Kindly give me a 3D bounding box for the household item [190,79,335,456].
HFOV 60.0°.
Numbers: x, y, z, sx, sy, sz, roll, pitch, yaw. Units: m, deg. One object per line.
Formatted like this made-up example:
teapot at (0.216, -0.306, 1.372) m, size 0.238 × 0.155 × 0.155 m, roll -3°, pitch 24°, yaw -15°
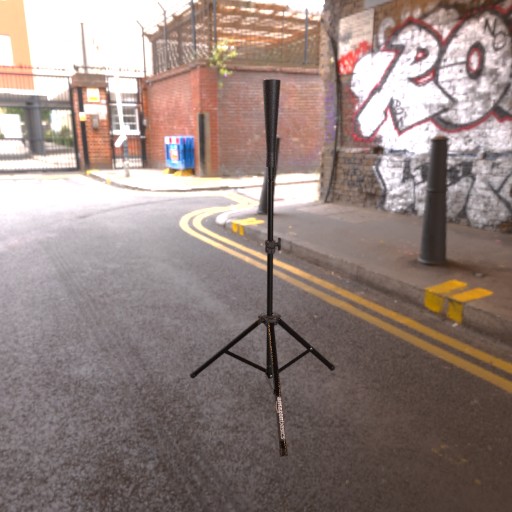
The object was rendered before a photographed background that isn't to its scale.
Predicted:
household item at (0.000, 0.000, 1.428) m, size 0.559 × 1.067 × 0.559 m, roll 2°, pitch 15°, yaw 9°
